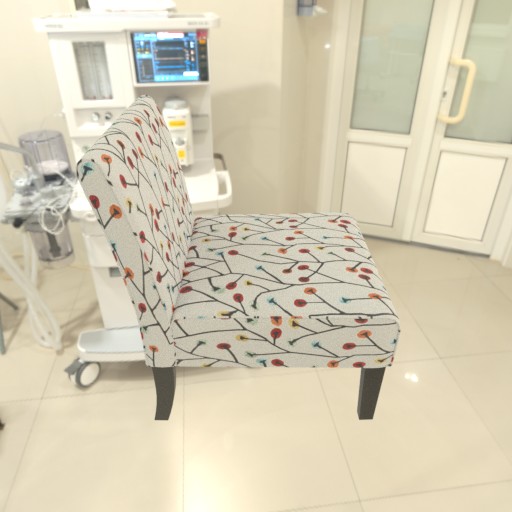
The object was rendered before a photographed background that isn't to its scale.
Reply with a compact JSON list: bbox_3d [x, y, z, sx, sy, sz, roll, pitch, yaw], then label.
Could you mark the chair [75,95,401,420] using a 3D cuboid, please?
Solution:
[{"bbox_3d":[0.000,0.000,1.331,0.732,0.813,0.597,0,32,-1],"label":"chair"}]
